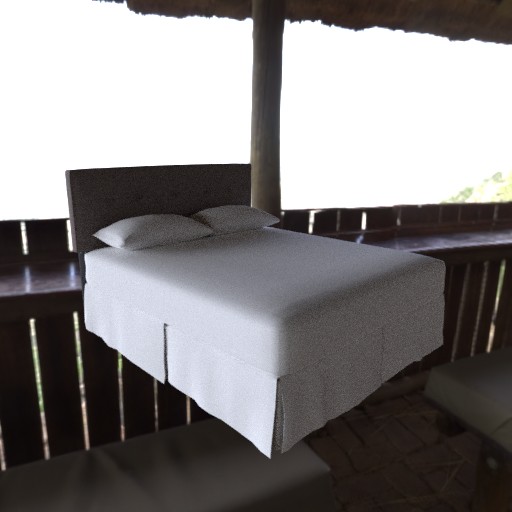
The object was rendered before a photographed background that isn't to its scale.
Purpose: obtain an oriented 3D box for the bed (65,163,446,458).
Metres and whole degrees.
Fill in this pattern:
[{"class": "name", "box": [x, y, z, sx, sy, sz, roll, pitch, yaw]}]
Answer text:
[{"class": "bed", "box": [0.000, 0.000, 2.823, 1.610, 1.089, 1.894, -13, 19, -43]}]
